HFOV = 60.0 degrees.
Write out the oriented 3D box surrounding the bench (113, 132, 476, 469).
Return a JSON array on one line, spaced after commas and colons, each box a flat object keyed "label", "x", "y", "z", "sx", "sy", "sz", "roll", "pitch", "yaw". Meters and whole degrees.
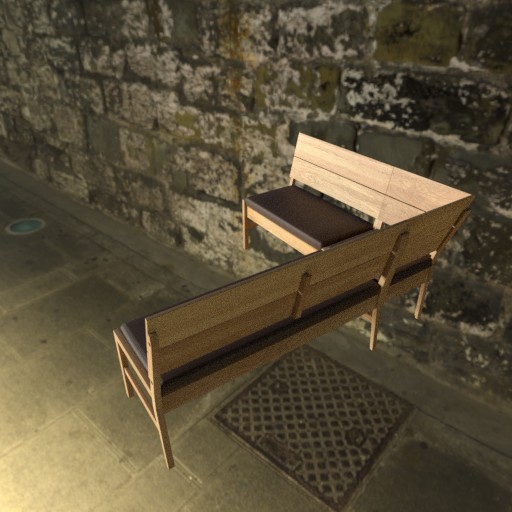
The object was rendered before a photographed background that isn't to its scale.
[{"label": "bench", "x": 0.000, "y": 0.000, "z": 2.772, "sx": 1.975, "sy": 0.890, "sz": 1.549, "roll": -20, "pitch": 36, "yaw": -30}]
